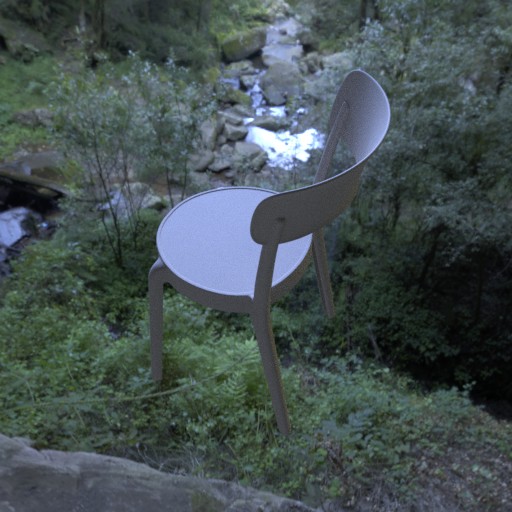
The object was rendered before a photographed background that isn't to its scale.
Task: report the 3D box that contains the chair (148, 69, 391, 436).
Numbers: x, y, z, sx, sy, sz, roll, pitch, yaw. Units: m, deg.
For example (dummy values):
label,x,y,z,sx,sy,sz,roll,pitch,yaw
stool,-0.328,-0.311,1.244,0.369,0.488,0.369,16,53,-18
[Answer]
label,x,y,z,sx,sy,sz,roll,pitch,yaw
chair,0.000,0.000,1.105,0.491,0.790,0.506,17,47,16
